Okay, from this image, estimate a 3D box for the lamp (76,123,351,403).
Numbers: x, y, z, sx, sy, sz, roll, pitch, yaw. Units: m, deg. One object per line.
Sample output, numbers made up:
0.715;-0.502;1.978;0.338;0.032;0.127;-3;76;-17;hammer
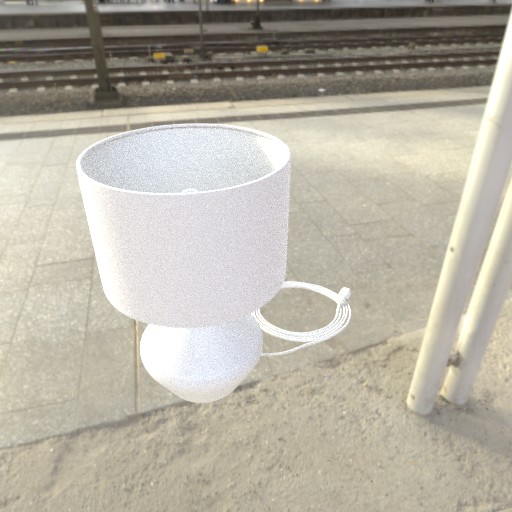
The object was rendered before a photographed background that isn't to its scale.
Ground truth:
0.000;0.000;0.834;0.546;0.457;0.401;-9;33;-14;lamp
